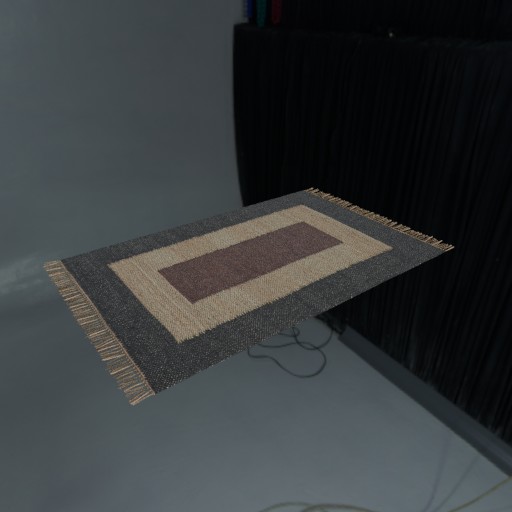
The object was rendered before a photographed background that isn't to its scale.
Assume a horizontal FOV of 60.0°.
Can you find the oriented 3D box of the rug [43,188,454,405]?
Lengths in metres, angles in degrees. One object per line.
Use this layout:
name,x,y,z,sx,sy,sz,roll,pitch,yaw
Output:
rug,0.000,0.000,2.512,2.021,0.027,1.224,-20,35,-31
